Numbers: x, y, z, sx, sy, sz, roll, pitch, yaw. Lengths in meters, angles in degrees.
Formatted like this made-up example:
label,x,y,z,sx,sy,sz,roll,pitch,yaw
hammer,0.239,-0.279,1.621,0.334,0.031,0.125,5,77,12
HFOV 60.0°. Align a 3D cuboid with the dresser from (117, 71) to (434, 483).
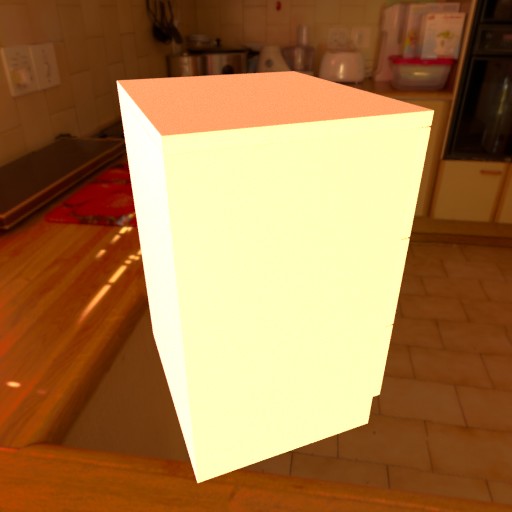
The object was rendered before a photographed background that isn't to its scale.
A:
label,x,y,z,sx,sy,sz,roll,pitch,yaw
dresser,0.000,0.000,0.798,0.360,0.560,0.400,-11,31,-19
